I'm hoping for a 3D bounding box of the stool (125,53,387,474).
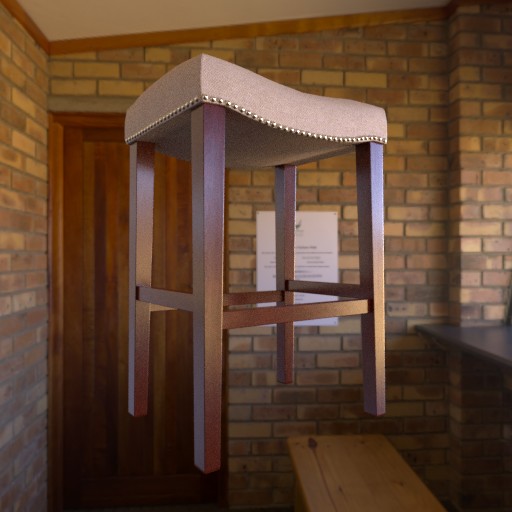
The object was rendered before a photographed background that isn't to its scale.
[{"bbox_3d":[0.000,0.000,1.037,0.504,0.742,0.372,0,0,-36],"label":"stool"}]
